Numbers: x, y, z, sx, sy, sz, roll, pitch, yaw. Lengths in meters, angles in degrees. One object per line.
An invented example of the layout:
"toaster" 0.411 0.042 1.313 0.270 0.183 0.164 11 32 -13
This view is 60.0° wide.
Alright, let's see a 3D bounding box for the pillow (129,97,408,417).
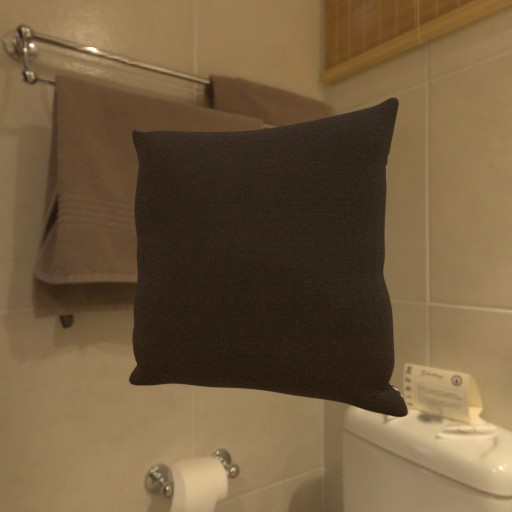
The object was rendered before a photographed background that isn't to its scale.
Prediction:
"pillow" 0.000 0.000 0.681 0.440 0.441 0.182 0 -1 18
